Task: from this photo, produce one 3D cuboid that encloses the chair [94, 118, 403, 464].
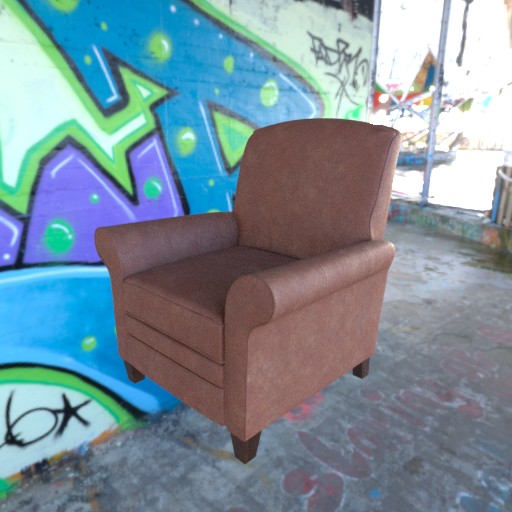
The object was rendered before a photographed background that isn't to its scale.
[{"bbox_3d":[0.000,0.000,1.772,0.978,1.061,0.902,15,22,42],"label":"chair"}]
